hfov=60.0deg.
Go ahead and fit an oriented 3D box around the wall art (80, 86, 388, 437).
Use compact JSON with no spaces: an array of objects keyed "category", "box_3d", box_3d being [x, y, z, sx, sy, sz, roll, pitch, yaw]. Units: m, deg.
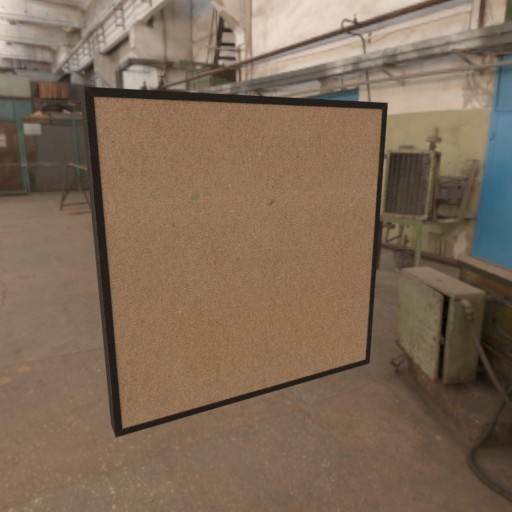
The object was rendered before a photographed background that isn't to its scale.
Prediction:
[{"category":"wall art","box_3d":[0.000,0.000,0.749,0.508,0.508,0.038,-7,16,-27]}]
